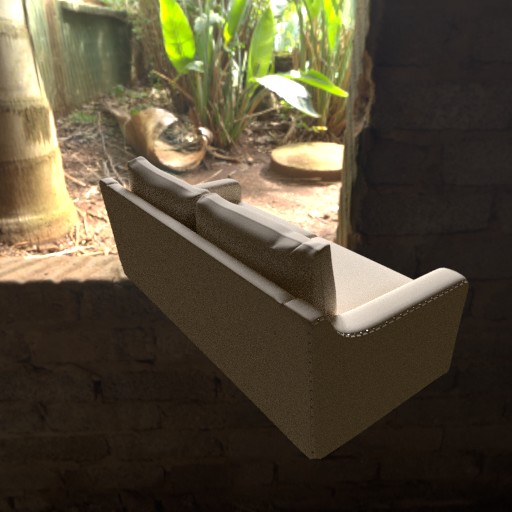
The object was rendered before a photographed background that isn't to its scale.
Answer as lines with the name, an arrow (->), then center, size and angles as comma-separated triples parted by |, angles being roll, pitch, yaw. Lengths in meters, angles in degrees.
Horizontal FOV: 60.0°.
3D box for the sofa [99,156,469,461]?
sofa -> 0.000, 0.000, 2.301 | 0.949, 0.830, 1.812 | -18, 32, -32
